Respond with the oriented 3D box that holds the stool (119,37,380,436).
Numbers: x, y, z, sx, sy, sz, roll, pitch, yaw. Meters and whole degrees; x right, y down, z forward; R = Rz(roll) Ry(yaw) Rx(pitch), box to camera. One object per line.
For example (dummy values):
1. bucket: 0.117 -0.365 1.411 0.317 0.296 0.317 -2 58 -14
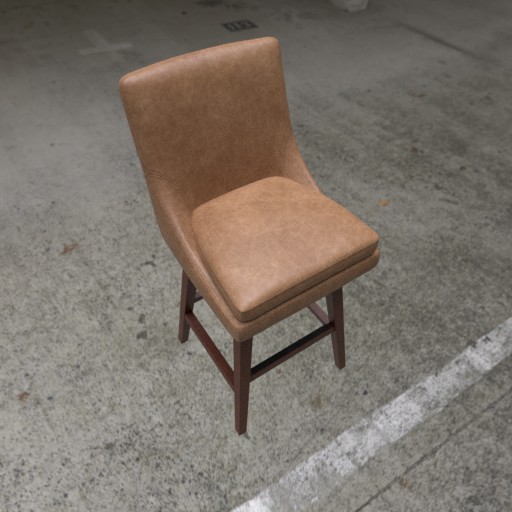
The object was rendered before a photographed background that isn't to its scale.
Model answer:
1. stool: 0.000 0.000 1.387 0.487 1.079 0.572 -26 52 -22
